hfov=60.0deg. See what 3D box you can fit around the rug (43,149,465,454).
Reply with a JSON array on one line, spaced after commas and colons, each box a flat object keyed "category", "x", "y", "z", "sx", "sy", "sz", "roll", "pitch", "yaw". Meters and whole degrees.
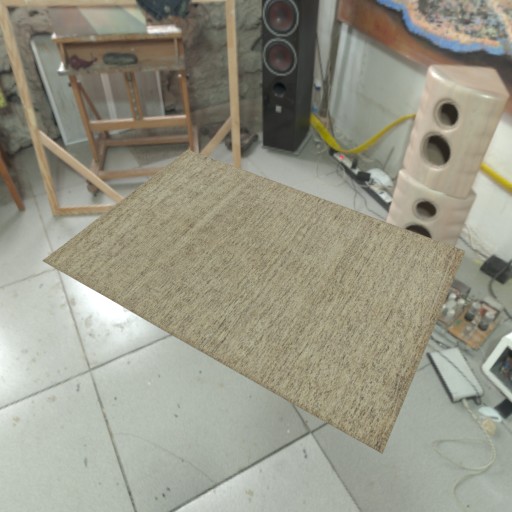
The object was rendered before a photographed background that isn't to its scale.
[{"category": "rug", "x": 0.000, "y": 0.000, "z": 2.291, "sx": 1.822, "sy": 0.018, "sz": 1.211, "roll": 24, "pitch": 51, "yaw": 21}]
